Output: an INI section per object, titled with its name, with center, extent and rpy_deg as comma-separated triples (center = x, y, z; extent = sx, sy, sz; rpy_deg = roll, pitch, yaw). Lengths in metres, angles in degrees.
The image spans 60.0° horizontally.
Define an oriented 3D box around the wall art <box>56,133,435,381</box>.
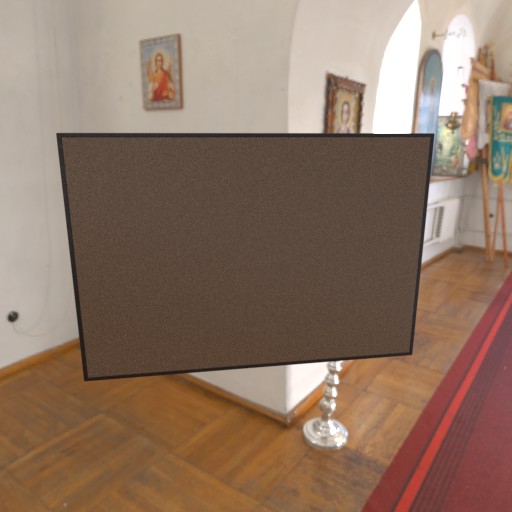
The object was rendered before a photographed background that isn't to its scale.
[wall art]
center = 0.000, 0.000, 1.199
extent = 0.939, 0.640, 0.058
rpy_deg = -2, 15, -9
